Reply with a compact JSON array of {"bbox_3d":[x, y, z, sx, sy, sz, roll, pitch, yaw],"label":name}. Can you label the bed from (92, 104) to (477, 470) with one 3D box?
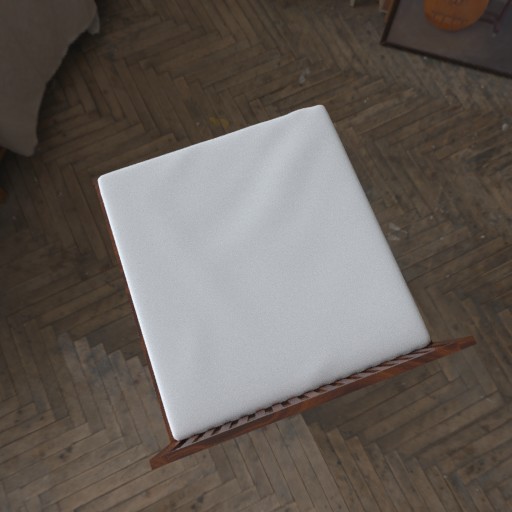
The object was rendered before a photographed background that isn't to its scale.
[{"bbox_3d":[0.000,0.000,3.084,1.905,0.890,2.030,-19,76,-5],"label":"bed"}]
